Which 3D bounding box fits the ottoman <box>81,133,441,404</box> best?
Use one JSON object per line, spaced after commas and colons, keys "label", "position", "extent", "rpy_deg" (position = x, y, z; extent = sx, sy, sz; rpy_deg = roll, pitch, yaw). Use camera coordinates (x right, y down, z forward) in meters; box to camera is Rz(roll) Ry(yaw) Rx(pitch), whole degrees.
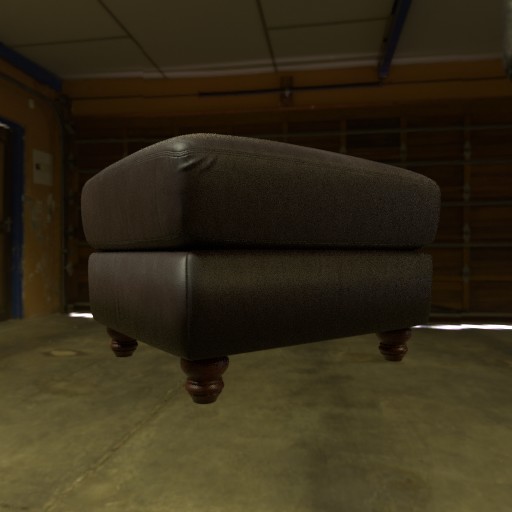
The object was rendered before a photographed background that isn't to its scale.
{"label": "ottoman", "position": [0.000, 0.000, 1.240], "extent": [0.806, 0.569, 0.670], "rpy_deg": [0, 0, -35]}
